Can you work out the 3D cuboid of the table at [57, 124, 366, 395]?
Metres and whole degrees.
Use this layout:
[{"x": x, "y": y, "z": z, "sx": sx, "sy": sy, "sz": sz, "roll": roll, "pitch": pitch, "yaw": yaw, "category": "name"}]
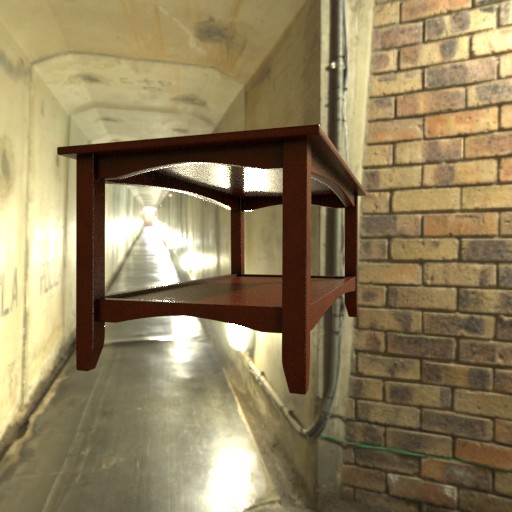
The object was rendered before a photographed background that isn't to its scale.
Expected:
[{"x": 0.000, "y": 0.000, "z": 1.259, "sx": 0.533, "sy": 0.456, "sz": 0.943, "roll": 0, "pitch": 1, "yaw": 18, "category": "table"}]
